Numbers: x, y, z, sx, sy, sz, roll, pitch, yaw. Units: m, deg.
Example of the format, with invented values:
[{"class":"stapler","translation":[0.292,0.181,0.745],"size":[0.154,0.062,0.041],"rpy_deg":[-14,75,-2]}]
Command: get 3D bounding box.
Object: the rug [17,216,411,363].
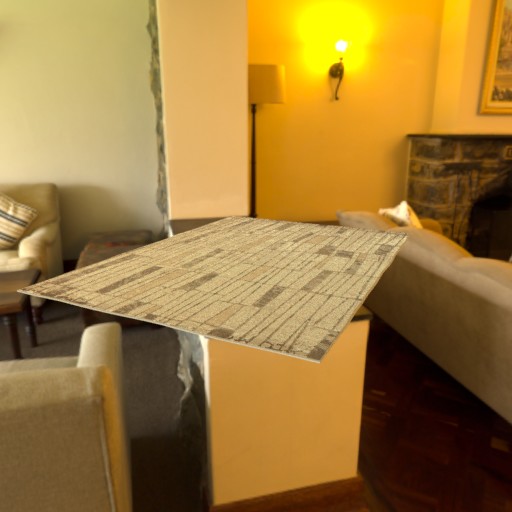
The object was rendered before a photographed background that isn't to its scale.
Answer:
[{"class":"rug","translation":[0.000,0.000,4.322],"size":[2.449,0.019,3.357],"rpy_deg":[8,18,25]}]
